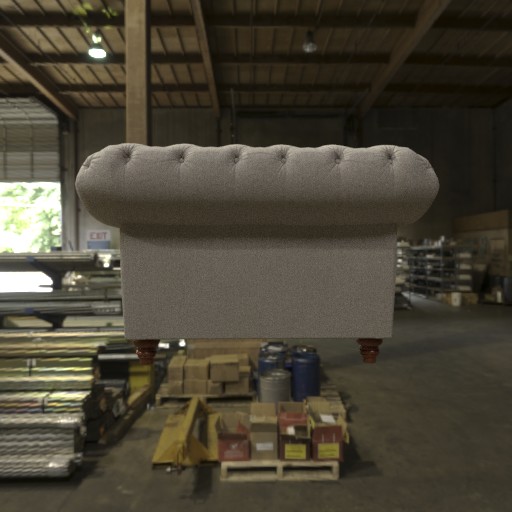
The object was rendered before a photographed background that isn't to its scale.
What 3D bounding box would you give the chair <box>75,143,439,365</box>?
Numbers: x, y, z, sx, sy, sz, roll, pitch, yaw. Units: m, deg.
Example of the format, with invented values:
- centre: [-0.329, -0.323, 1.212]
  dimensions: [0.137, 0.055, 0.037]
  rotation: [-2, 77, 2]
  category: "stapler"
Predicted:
- centre: [0.000, 0.000, 1.878]
  dimensions: [1.270, 0.770, 0.976]
  rotation: [0, 0, -2]
  category: "chair"
